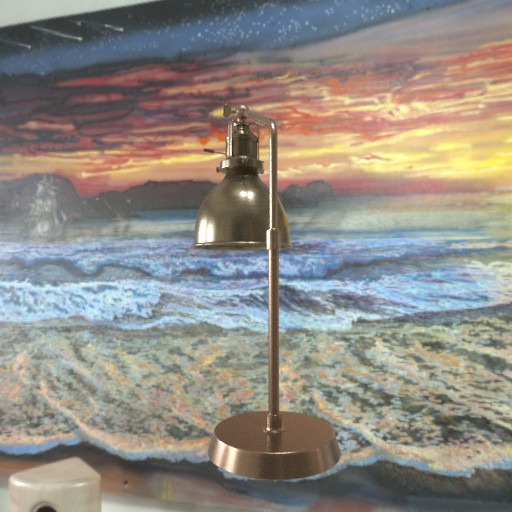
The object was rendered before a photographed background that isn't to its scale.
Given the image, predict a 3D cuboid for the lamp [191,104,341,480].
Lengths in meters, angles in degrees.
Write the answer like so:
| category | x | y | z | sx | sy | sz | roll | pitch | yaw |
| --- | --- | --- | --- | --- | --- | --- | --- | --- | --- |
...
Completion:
| category | x | y | z | sx | sy | sz | roll | pitch | yaw |
| --- | --- | --- | --- | --- | --- | --- | --- | --- | --- |
| lamp | 0.000 | 0.000 | 0.587 | 0.153 | 0.456 | 0.286 | 1 | -2 | -18 |
